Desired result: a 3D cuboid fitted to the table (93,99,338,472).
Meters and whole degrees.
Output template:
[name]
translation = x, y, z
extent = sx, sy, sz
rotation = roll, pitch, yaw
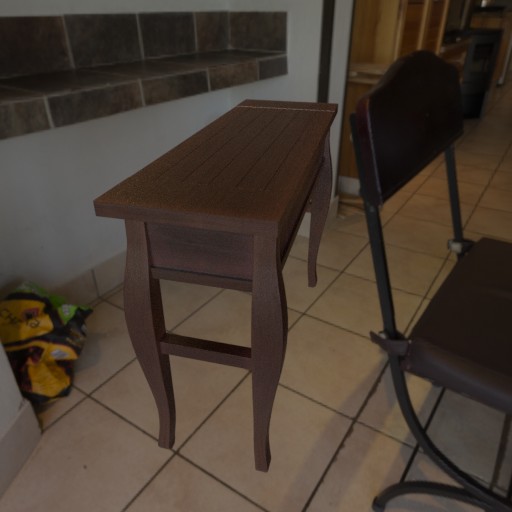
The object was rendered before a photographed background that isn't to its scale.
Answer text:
[table]
translation = 0.000, 0.000, 1.427
extent = 0.373, 0.768, 1.062
rotation = 7, 30, 13
